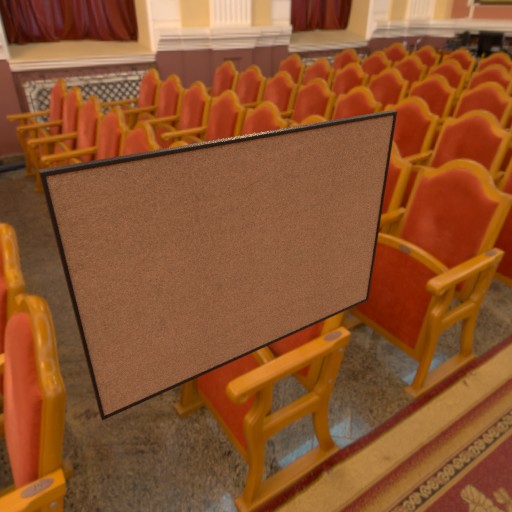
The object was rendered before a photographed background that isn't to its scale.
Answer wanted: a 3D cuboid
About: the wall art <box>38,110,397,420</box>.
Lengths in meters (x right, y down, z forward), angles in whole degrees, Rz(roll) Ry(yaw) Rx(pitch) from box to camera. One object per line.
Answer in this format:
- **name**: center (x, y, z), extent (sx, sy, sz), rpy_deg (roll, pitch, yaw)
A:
- **wall art**: center (0.000, 0.000, 1.209), extent (0.957, 0.660, 0.019), rpy_deg (-18, 34, -29)
